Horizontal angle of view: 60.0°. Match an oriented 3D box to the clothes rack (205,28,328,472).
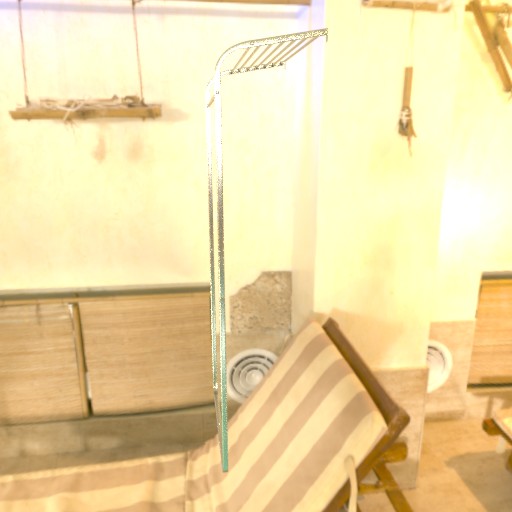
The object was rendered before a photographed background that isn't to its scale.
[{"bbox_3d":[0.000,0.000,1.806,0.349,1.574,0.609,-2,15,-9],"label":"clothes rack"}]
